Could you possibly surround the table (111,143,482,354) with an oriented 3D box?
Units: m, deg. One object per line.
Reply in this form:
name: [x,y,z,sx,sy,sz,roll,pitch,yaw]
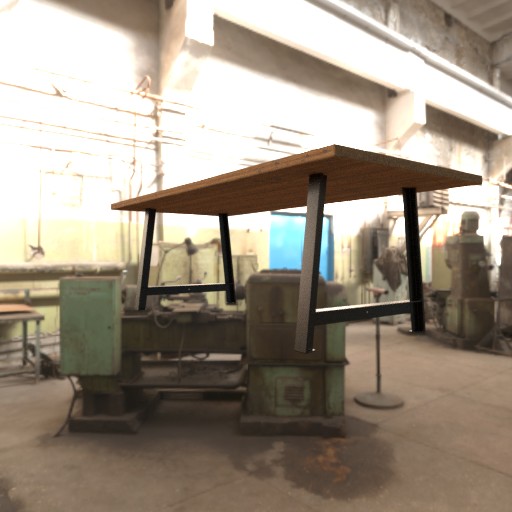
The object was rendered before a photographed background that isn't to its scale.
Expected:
table: [0.000,0.000,2.653,1.000,0.757,2.200,0,0,-37]
